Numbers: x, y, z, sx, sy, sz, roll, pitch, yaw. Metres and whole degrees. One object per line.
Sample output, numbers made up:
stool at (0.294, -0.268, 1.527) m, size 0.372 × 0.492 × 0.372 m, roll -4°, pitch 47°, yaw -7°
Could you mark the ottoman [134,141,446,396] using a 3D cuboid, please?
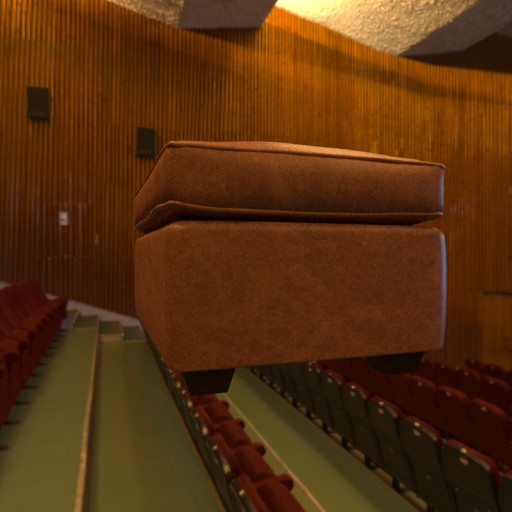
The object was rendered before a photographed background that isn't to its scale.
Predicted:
ottoman at (0.000, 0.000, 1.115) m, size 0.554 × 0.468 × 0.756 m, roll 0°, pitch 0°, yaw -19°
